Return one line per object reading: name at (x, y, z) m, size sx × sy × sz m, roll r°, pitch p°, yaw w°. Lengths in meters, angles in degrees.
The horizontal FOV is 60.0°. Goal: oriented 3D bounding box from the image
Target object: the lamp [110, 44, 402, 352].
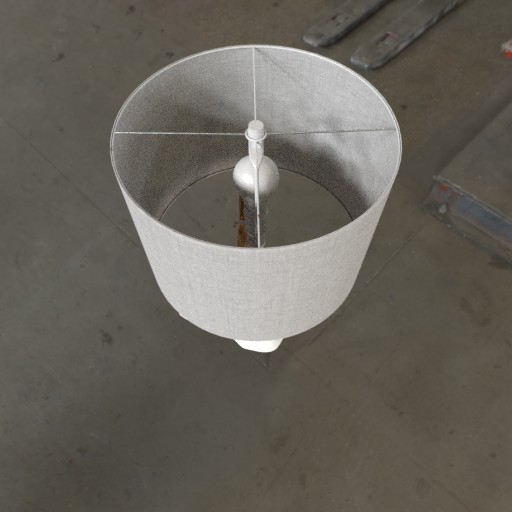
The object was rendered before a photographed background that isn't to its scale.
lamp at (0.000, 0.000, 0.668) m, size 0.298 × 0.503 × 0.298 m, roll -1°, pitch 58°, yaw -1°
